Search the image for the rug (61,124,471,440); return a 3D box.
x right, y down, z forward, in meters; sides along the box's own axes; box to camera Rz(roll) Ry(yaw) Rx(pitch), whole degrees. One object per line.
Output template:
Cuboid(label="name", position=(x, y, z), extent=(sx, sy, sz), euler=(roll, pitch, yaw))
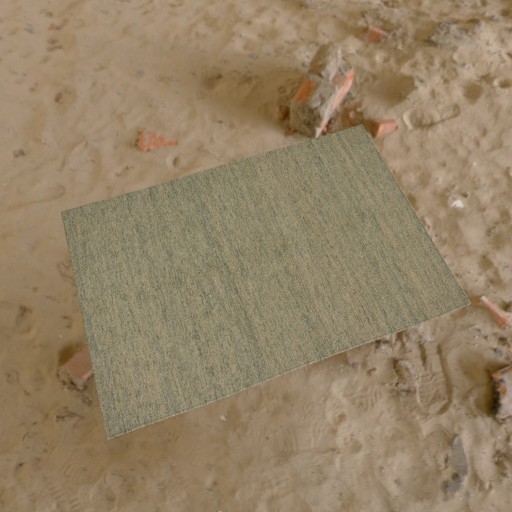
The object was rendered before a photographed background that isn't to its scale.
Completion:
Cuboid(label="rug", position=(0.000, 0.000, 2.892), extent=(2.283, 0.013, 1.547), euler=(-18, 65, -9))
